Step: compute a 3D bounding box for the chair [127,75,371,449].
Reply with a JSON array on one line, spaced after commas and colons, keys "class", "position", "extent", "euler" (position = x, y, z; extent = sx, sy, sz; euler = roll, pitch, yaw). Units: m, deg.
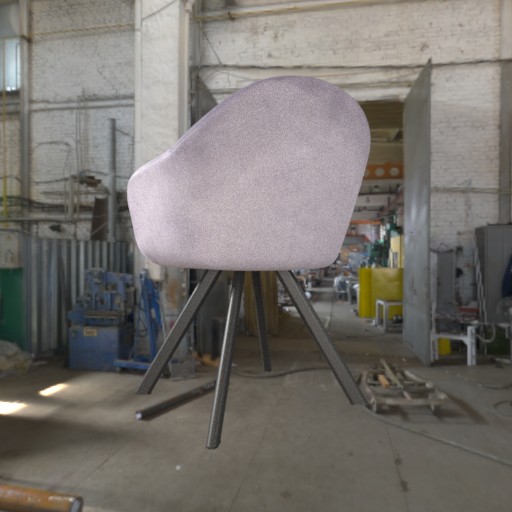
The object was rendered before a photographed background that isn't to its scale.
[{"class": "chair", "position": [0.000, 0.000, 1.176], "extent": [0.570, 0.780, 0.540], "euler": [0, 0, -34]}]
